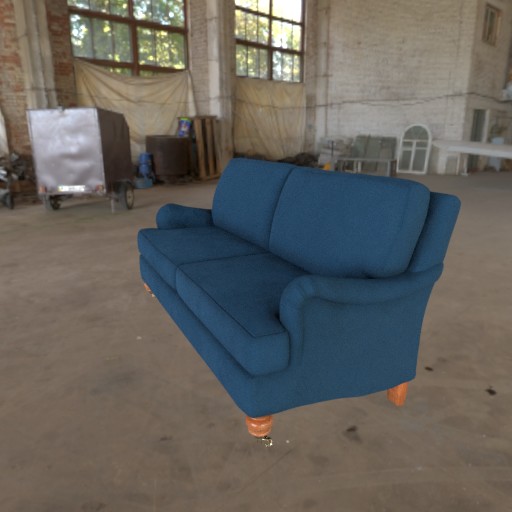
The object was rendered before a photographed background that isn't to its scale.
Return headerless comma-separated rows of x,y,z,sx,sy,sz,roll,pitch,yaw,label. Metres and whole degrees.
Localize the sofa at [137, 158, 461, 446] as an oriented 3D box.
0.000,0.000,2.770,1.084,1.101,2.141,-8,17,-25,sofa
